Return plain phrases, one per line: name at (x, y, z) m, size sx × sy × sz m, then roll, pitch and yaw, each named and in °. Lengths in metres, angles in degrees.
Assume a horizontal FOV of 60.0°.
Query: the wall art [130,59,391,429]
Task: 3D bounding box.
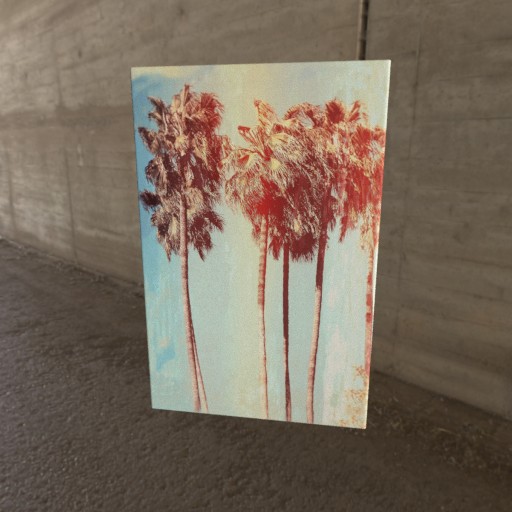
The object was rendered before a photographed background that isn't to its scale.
wall art at (0.000, 0.000, 0.760) m, size 0.401 × 0.610 × 0.038 m, roll 2°, pitch 14°, yaw 9°
